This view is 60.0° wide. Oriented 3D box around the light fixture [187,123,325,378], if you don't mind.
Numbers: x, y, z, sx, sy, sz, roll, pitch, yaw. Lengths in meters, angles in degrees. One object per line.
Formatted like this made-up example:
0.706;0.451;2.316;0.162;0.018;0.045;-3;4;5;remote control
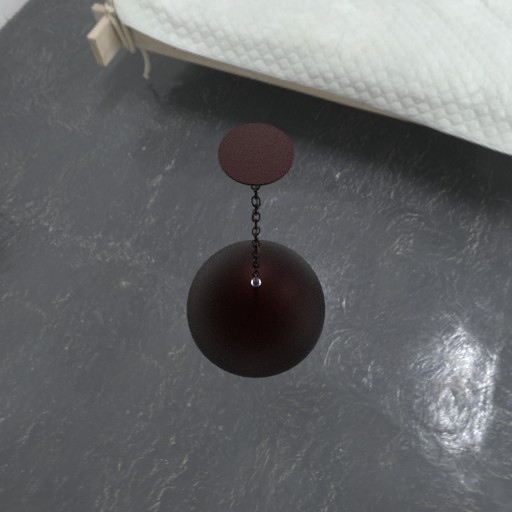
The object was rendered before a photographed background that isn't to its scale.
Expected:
0.000;0.000;1.195;0.492;0.869;0.492;1;65;1;light fixture
